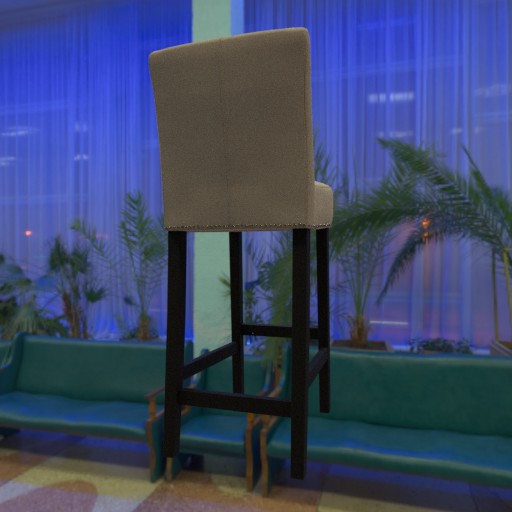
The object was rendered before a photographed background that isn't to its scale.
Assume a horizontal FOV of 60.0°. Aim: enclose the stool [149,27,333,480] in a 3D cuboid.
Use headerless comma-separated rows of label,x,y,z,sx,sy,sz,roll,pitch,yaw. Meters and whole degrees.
stool,0.000,0.000,1.292,0.411,1.047,0.548,0,0,18
